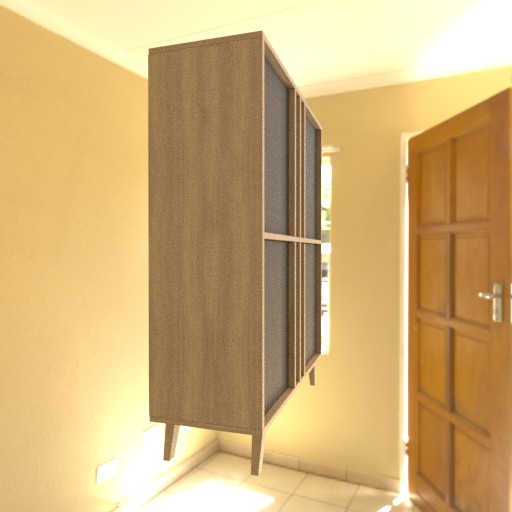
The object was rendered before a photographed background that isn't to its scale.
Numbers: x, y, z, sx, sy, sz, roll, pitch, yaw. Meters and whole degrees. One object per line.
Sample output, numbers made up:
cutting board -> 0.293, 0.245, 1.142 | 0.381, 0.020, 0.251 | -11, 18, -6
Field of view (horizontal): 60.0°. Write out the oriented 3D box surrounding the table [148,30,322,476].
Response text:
table -> 0.000, 0.000, 1.948 | 0.398, 1.388, 1.111 | 0, 1, 18
